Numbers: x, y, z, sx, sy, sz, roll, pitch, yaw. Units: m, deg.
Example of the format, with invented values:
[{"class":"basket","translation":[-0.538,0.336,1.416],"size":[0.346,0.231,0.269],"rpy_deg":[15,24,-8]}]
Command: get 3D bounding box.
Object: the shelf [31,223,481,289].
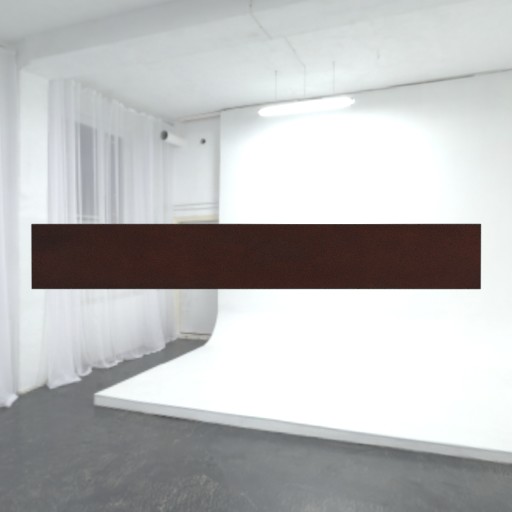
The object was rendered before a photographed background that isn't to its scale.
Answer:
[{"class":"shelf","translation":[0.000,0.000,0.673],"size":[0.607,0.088,0.152],"rpy_deg":[0,1,0]}]
